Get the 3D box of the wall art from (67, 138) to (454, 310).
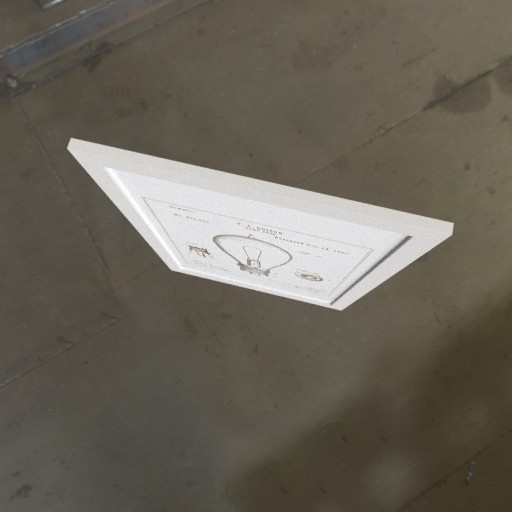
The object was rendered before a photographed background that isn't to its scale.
[{"bbox_3d":[0.000,0.000,0.594,0.325,0.474,0.010,13,76,3],"label":"wall art"}]
